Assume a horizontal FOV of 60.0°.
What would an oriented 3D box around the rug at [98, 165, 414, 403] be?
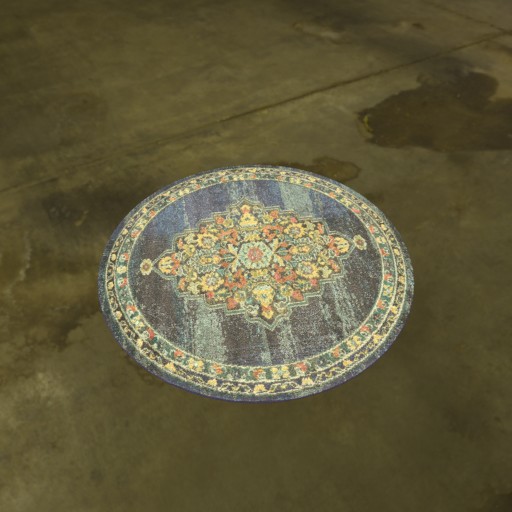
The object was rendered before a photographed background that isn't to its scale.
[{"bbox_3d":[0.000,0.000,2.292,1.591,0.010,1.591,0,47,0],"label":"rug"}]
